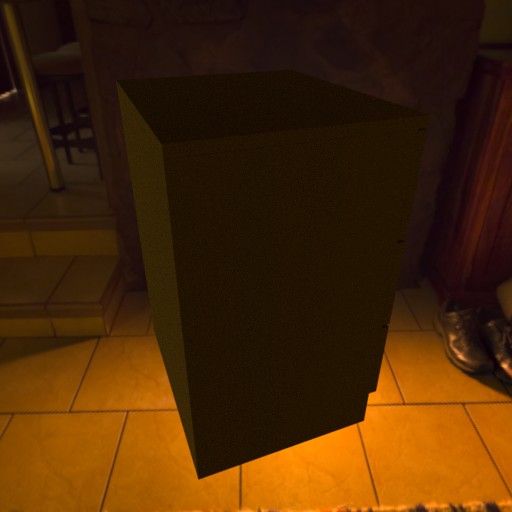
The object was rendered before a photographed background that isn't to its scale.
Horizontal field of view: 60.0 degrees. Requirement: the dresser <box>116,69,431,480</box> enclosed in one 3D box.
[{"bbox_3d":[0.000,0.000,0.802,0.360,0.560,0.400,-11,33,-18],"label":"dresser"}]
